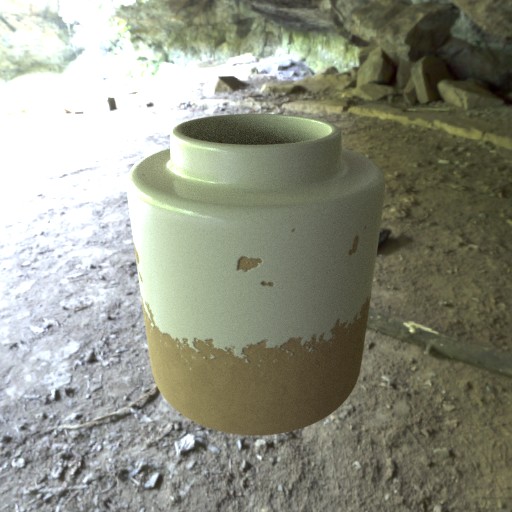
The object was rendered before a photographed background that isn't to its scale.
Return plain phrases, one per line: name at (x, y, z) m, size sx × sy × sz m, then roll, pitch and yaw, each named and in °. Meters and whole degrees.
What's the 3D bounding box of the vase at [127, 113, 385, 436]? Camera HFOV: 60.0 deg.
vase at (0.000, 0.000, 0.294) m, size 0.153 × 0.167 × 0.153 m, roll 0°, pitch 27°, yaw 0°
